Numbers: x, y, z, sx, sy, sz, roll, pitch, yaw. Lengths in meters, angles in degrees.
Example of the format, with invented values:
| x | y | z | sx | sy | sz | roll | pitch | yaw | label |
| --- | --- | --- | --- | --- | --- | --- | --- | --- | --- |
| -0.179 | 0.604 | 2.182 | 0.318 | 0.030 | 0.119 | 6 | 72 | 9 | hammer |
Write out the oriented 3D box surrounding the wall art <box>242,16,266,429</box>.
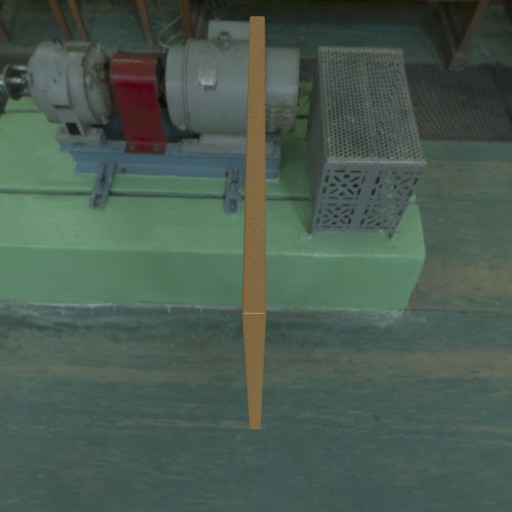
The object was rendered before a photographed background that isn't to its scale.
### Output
| x | y | z | sx | sy | sz | roll | pitch | yaw | label |
| --- | --- | --- | --- | --- | --- | --- | --- | --- | --- |
| 0.000 | 0.000 | 0.736 | 0.021 | 0.550 | 0.449 | 0 | 59 | 0 | wall art |
